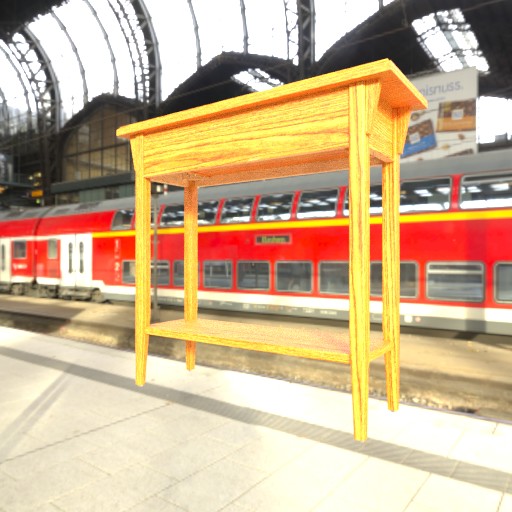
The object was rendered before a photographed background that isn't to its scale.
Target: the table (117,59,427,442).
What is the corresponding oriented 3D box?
[{"bbox_3d":[0.000,0.000,1.110,0.762,0.711,0.254,0,0,35],"label":"table"}]
